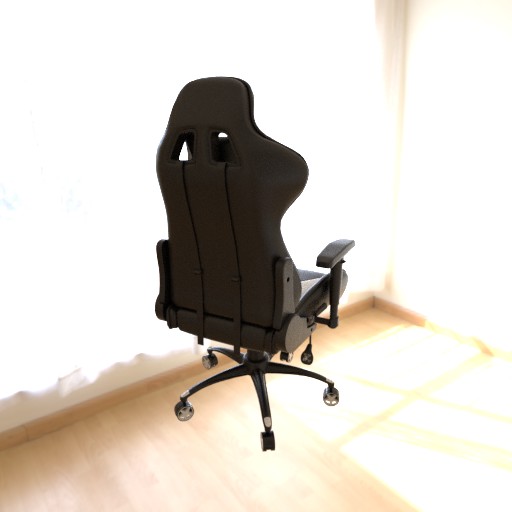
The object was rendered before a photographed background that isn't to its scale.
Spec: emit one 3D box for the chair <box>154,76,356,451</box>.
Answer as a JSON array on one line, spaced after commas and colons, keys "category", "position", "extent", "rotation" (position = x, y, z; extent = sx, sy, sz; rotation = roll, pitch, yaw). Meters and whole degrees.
[{"category": "chair", "position": [0.000, 0.000, 1.752], "extent": [0.730, 1.285, 0.695], "rotation": [9, 20, 26]}]
